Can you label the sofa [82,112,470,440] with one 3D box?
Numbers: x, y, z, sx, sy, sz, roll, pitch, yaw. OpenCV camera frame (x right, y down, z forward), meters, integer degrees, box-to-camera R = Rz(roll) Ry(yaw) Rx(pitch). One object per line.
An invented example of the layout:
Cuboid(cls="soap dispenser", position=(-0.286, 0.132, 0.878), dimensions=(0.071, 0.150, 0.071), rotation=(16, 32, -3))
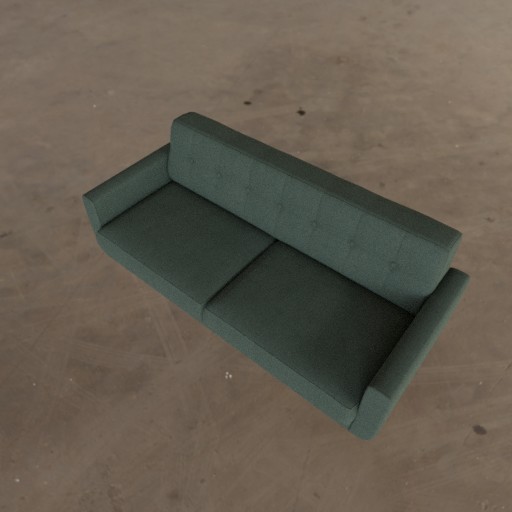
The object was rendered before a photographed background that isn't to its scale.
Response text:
Cuboid(cls="sofa", position=(0.000, 0.000, 2.503), dimensions=(2.029, 0.841, 0.909), rotation=(31, 54, 26))
